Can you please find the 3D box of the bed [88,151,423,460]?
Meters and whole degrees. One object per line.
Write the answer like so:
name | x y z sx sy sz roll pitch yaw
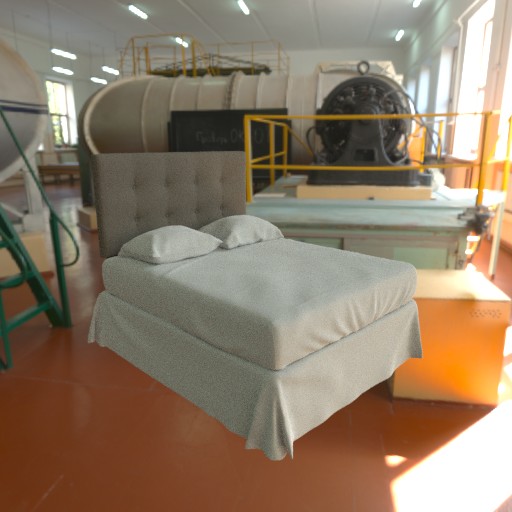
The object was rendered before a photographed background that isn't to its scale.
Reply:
bed | 0.000 0.000 3.521 2.222 1.577 1.936 14 20 43
